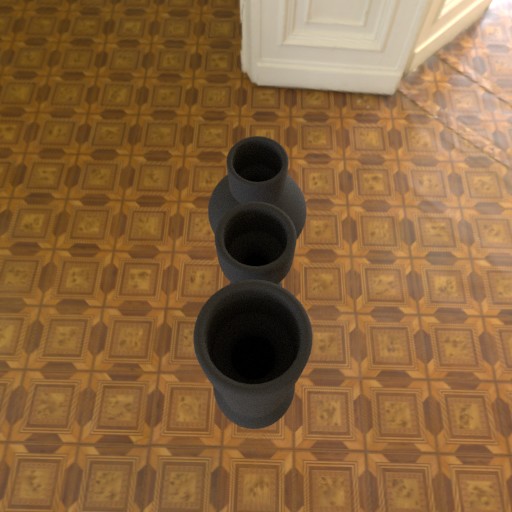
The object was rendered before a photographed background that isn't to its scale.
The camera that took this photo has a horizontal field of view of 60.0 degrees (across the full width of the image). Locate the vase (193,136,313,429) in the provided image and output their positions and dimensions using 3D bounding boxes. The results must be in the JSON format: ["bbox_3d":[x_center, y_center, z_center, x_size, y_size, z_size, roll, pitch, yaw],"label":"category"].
[{"bbox_3d":[0.000,0.000,0.437,0.120,0.249,0.307,1,65,0],"label":"vase"}]
